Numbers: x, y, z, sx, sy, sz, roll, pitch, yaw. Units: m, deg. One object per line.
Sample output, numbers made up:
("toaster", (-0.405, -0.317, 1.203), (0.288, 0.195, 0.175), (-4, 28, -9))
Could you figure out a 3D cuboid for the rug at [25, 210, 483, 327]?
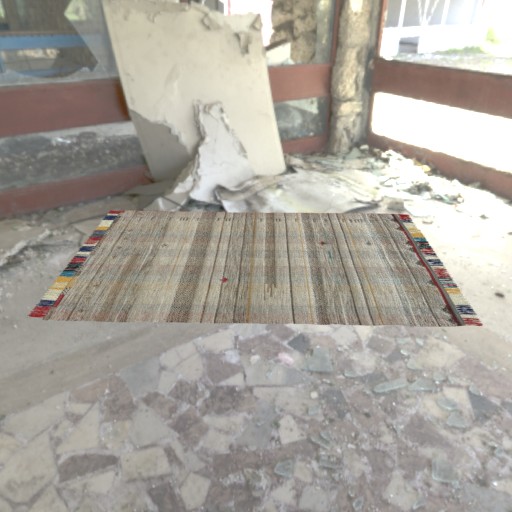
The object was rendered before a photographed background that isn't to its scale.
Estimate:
("rug", (0.000, 0.000, 2.984), (2.465, 0.012, 1.465), (1, 30, 1))
